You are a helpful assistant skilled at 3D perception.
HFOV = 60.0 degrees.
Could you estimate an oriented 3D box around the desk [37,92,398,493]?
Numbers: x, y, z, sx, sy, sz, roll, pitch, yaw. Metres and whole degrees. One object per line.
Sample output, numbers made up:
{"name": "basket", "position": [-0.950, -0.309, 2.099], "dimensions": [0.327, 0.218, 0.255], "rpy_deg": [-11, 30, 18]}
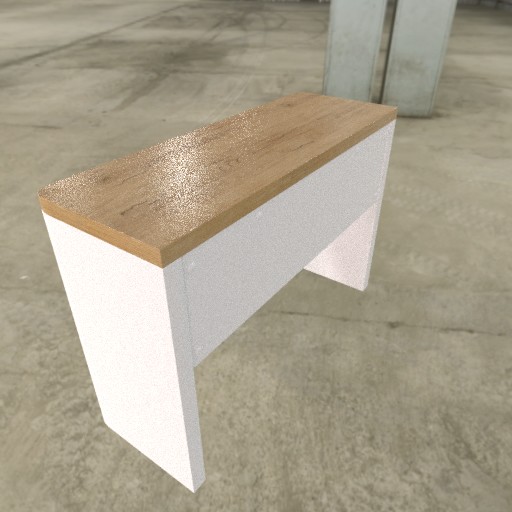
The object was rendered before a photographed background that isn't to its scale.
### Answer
{"name": "desk", "position": [0.000, 0.000, 1.421], "dimensions": [0.390, 0.760, 1.100], "rpy_deg": [21, 39, 29]}
